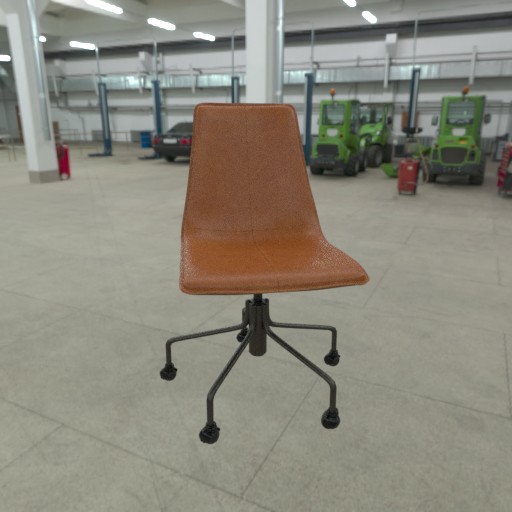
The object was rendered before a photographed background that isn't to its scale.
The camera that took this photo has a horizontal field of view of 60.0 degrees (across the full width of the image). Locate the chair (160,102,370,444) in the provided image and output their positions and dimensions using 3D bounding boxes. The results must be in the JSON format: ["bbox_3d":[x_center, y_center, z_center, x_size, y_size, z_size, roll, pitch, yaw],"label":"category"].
[{"bbox_3d":[0.000,0.000,1.382,0.651,0.920,0.660,-3,18,-9],"label":"chair"}]
